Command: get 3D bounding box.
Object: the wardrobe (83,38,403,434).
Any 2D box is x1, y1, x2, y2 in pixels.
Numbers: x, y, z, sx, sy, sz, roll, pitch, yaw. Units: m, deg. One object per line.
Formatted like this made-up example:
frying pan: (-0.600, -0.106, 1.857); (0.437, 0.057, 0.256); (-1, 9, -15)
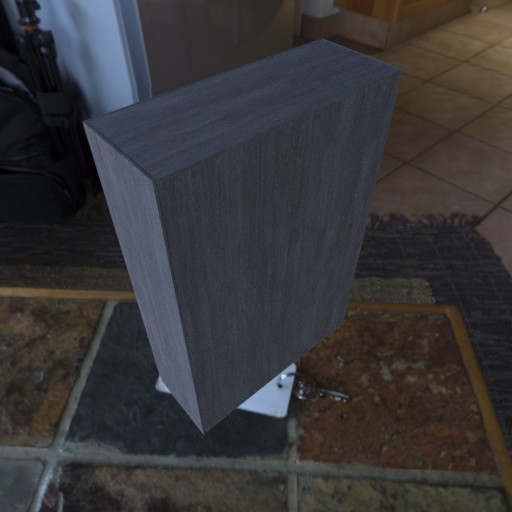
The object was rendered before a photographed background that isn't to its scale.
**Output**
wardrobe: (0.000, 0.000, 2.494); (1.290, 1.910, 0.510); (-31, 53, -27)
